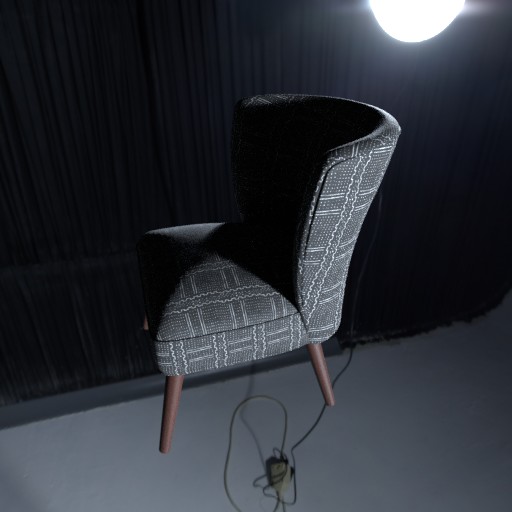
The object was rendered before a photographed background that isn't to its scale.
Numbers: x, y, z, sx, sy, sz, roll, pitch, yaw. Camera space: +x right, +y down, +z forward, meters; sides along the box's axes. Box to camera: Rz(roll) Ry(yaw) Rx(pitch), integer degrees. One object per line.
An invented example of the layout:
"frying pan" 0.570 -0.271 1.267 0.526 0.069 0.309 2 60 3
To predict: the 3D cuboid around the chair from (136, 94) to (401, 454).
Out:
"chair" 0.000 0.000 1.390 0.758 0.866 0.710 -9 31 -15
